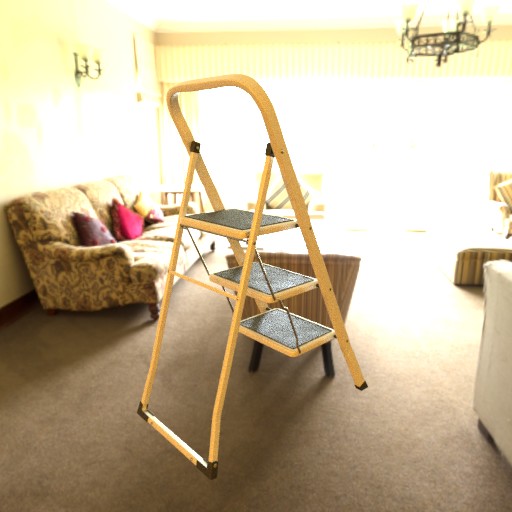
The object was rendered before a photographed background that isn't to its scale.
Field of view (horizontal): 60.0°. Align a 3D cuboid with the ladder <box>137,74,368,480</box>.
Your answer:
[{"bbox_3d":[0.000,0.000,1.433,0.711,1.050,0.460,-14,21,-41],"label":"ladder"}]
